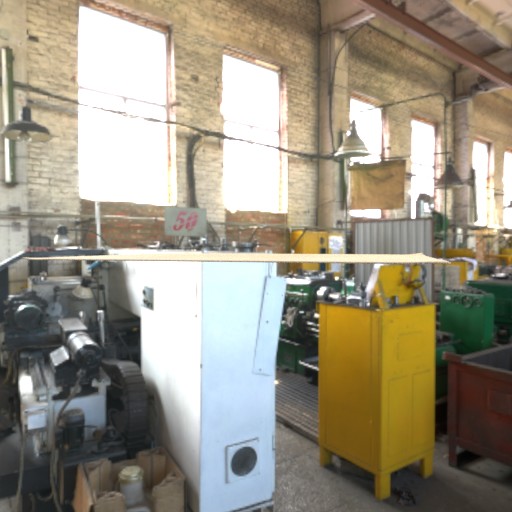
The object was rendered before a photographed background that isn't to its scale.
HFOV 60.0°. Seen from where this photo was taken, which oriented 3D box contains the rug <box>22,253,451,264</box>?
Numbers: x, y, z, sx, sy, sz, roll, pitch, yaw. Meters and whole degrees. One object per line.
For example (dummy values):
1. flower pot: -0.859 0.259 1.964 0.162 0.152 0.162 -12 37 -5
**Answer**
1. rug: 0.000 0.000 3.901 2.897 0.035 2.277 0 1 17
